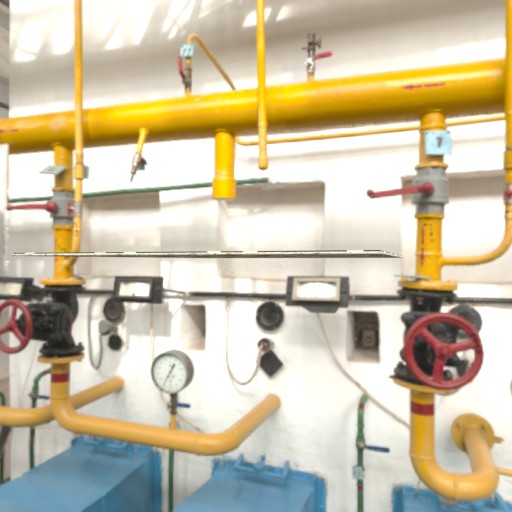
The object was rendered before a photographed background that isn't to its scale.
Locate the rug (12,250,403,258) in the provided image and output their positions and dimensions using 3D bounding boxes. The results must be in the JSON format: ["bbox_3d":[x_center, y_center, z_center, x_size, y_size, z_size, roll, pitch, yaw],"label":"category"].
[{"bbox_3d":[0.000,0.000,4.056,2.466,0.021,3.049,0,-1,20],"label":"rug"}]
